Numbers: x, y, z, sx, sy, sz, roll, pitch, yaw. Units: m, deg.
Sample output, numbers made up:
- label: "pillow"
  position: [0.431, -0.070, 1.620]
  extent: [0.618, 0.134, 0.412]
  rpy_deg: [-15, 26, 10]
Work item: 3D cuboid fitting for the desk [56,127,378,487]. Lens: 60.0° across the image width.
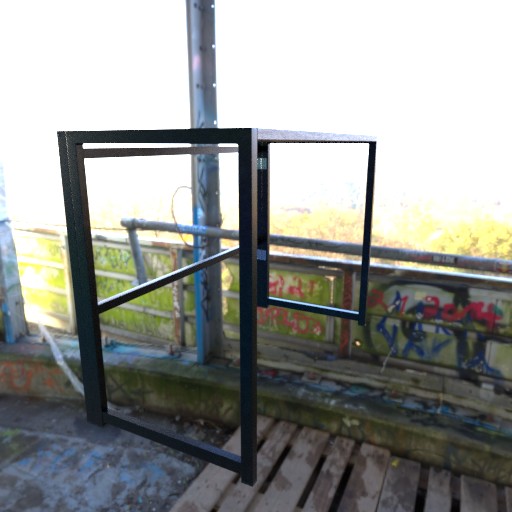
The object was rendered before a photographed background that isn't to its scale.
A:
- label: "desk"
  position: [0.000, 0.000, 1.430]
  extent: [0.508, 0.762, 1.016]
  rpy_deg: [7, 16, 26]
